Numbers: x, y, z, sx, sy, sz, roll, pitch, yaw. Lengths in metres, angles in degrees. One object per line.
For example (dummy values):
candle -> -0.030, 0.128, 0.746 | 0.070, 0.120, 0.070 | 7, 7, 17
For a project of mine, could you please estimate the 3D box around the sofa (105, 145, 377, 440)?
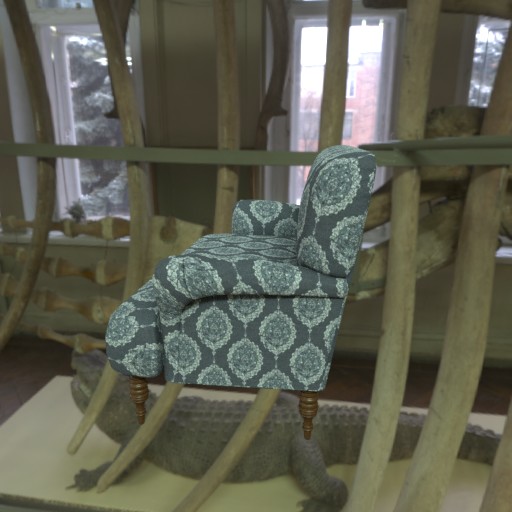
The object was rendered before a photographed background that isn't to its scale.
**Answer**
sofa -> 0.000, 0.000, 1.812 | 0.779, 0.867, 1.297 | 2, 15, 8
